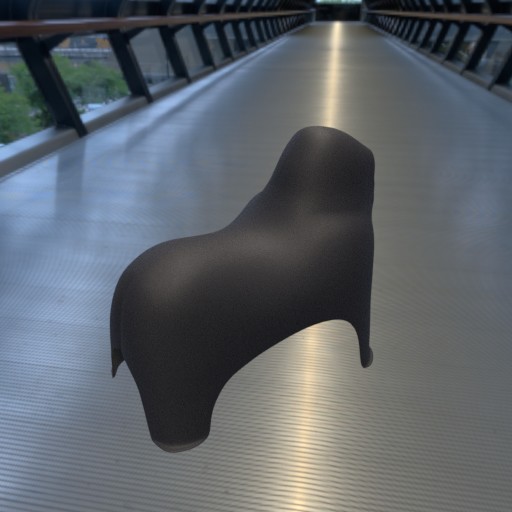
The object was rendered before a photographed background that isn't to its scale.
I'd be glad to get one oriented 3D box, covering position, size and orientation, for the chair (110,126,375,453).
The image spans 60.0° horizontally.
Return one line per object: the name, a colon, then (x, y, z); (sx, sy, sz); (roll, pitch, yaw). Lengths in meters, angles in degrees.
chair: (0.000, 0.000, 1.134); (0.758, 0.600, 0.490); (-19, 33, -32)
